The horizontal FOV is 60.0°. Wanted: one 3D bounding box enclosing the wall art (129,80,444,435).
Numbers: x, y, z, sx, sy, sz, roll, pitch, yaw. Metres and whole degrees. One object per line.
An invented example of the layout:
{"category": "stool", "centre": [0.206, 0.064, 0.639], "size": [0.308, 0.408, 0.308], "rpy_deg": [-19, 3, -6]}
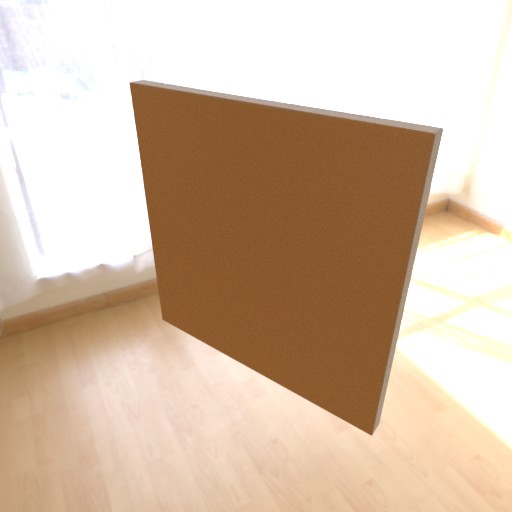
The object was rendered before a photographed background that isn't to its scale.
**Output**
{"category": "wall art", "centre": [0.000, 0.000, 1.905], "size": [1.287, 1.288, 0.078], "rpy_deg": [21, 37, 31]}
